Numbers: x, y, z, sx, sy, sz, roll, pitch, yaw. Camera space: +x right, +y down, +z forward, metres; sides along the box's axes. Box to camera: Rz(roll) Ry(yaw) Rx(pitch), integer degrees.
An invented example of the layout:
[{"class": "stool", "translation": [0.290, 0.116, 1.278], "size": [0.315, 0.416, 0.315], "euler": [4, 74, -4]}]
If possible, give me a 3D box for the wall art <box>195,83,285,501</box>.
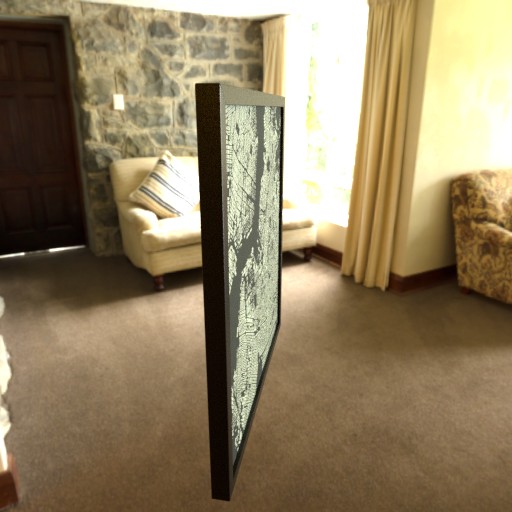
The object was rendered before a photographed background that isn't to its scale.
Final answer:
[{"class": "wall art", "translation": [0.000, 0.000, 1.098], "size": [0.038, 0.761, 0.755], "euler": [3, 19, 10]}]
